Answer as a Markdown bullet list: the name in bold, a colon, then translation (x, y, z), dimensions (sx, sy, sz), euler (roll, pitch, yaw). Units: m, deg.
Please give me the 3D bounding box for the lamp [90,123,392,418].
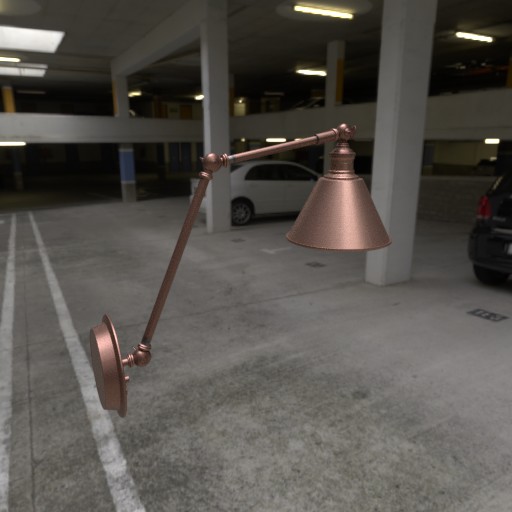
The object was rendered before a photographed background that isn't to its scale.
- **lamp**: translation (0.000, 0.000, 0.868), dimensions (0.624, 0.502, 0.223), euler (-8, 17, -27)
